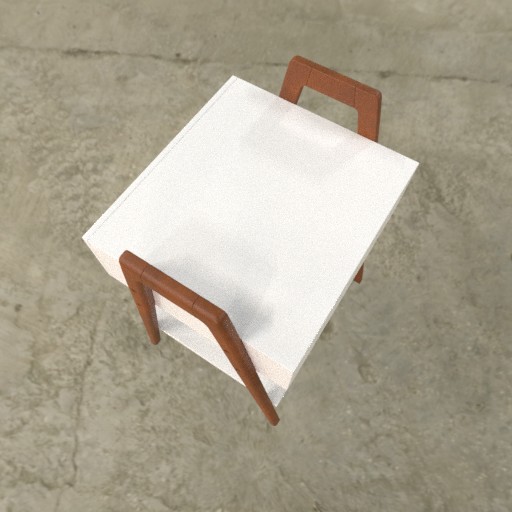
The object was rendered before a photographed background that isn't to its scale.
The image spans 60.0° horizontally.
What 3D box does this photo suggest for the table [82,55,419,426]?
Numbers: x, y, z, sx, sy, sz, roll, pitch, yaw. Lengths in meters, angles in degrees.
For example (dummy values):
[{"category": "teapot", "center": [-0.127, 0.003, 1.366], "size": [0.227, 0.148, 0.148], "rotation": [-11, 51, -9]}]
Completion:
[{"category": "table", "center": [0.000, 0.000, 0.909], "size": [0.405, 0.610, 0.457], "rotation": [30, 68, 14]}]
